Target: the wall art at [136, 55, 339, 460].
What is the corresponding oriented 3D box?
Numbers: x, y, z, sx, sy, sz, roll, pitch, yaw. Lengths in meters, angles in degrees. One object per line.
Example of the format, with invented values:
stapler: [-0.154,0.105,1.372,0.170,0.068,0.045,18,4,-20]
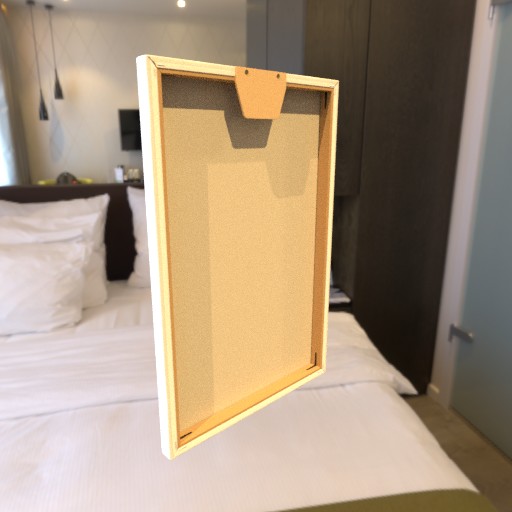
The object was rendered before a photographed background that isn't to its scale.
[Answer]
wall art: [0.000,0.000,1.159,0.602,0.902,0.048,-14,21,-42]
